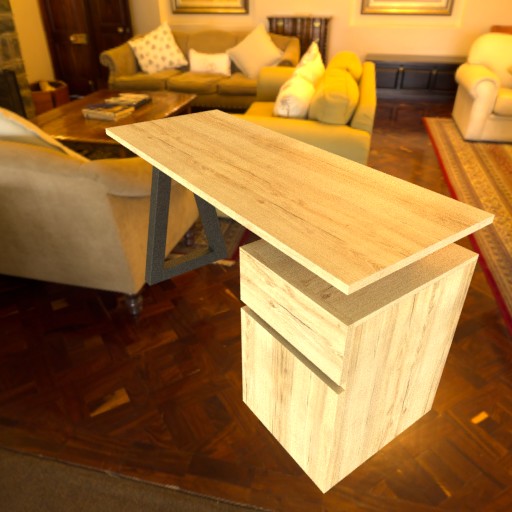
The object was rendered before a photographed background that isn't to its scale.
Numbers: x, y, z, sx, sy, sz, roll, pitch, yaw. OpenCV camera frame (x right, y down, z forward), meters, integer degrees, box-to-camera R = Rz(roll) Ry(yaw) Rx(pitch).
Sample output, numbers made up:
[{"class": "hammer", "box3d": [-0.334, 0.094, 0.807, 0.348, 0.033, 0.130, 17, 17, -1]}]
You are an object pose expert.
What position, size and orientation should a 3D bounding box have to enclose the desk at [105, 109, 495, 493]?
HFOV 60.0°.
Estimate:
[{"class": "desk", "box3d": [0.000, 0.000, 1.720, 0.550, 0.760, 1.400, -21, 37, -30]}]
